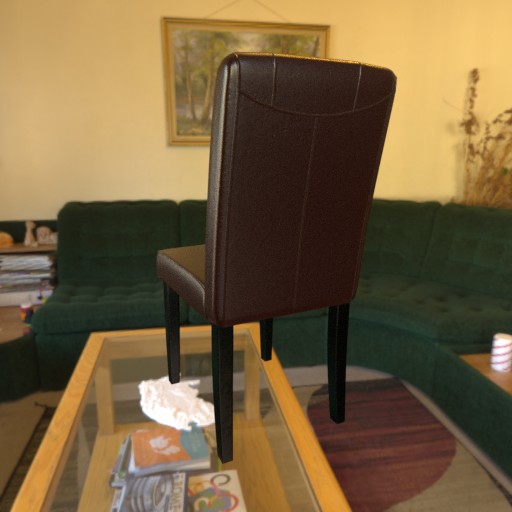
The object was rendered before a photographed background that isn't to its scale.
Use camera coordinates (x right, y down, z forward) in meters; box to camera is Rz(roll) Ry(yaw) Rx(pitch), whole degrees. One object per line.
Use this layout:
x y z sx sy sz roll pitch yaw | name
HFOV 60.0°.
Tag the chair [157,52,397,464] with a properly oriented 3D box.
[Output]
0.000 0.000 1.179 0.399 0.897 0.556 -7 15 -27 | chair
